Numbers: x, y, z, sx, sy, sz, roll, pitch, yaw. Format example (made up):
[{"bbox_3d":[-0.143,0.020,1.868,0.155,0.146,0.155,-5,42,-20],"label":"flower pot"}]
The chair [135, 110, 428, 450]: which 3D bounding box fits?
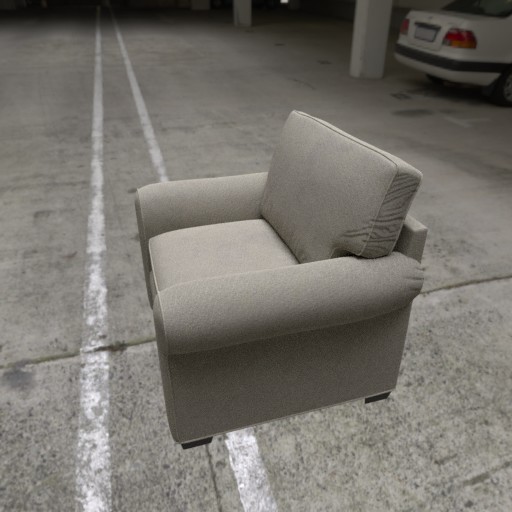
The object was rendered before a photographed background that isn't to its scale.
[{"bbox_3d":[0.000,0.000,1.915,0.939,1.044,1.147,-8,30,-15],"label":"chair"}]
